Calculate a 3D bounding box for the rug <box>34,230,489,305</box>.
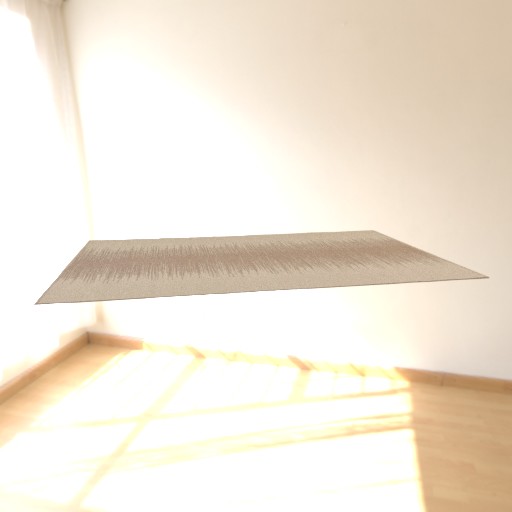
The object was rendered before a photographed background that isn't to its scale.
[{"bbox_3d":[0.000,0.000,3.047,2.440,0.012,1.522,-3,14,-10],"label":"rug"}]
